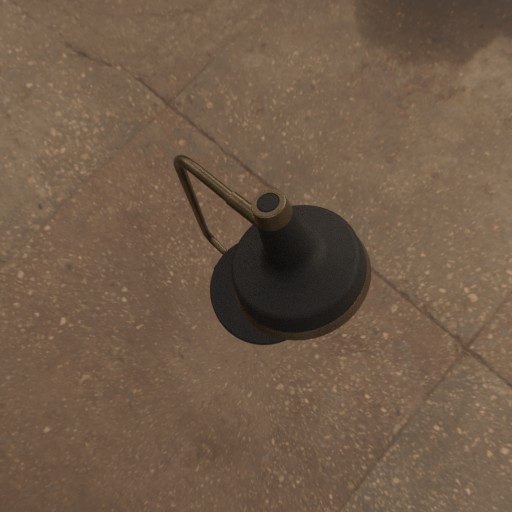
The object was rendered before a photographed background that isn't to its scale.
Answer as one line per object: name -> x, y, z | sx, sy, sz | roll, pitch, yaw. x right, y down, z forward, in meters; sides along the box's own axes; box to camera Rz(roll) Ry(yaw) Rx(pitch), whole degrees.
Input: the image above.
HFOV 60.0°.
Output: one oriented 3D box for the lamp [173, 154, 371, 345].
lamp -> 0.000, 0.000, 0.487 | 0.218, 0.385, 0.162 | 43, 81, 9
